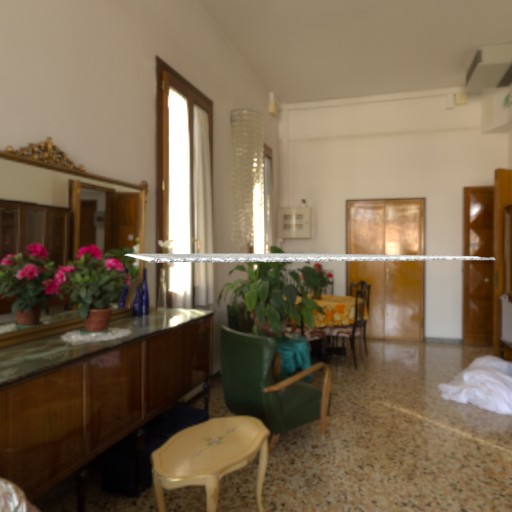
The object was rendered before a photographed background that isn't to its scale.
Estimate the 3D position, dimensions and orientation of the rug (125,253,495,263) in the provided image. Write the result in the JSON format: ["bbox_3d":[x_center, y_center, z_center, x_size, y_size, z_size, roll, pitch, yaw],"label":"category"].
[{"bbox_3d":[0.000,0.000,2.294,1.243,0.013,1.872,0,1,-19],"label":"rug"}]
